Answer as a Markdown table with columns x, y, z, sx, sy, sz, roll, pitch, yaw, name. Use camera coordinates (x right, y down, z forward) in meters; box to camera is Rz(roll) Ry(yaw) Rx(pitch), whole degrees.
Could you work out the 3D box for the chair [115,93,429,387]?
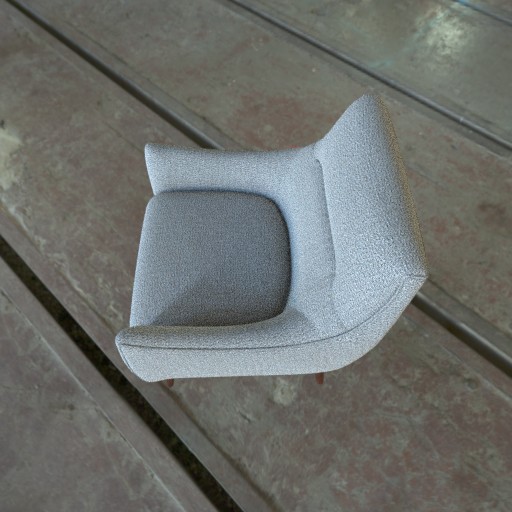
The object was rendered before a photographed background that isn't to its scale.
| x | y | z | sx | sy | sz | roll | pitch | yaw | name |
| --- | --- | --- | --- | --- | --- | --- | --- | --- | --- |
| 0.000 | 0.000 | 1.460 | 0.787 | 0.838 | 0.762 | -1 | 58 | -1 | chair |
